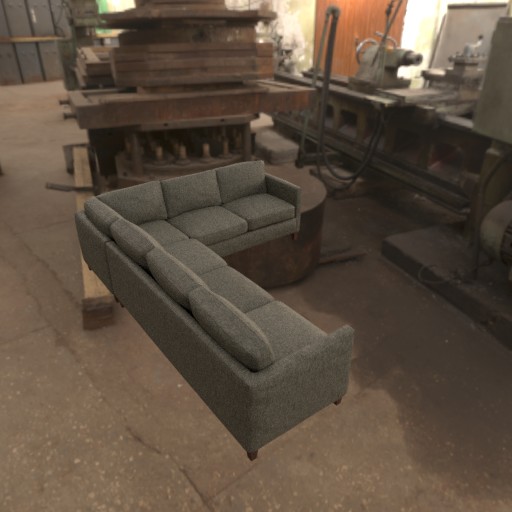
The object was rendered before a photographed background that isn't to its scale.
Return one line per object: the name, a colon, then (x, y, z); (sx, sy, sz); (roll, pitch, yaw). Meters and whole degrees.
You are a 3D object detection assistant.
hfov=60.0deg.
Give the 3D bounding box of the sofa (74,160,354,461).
sofa: (0.000, 0.000, 4.491); (2.593, 0.947, 3.302); (-20, 34, -32)
